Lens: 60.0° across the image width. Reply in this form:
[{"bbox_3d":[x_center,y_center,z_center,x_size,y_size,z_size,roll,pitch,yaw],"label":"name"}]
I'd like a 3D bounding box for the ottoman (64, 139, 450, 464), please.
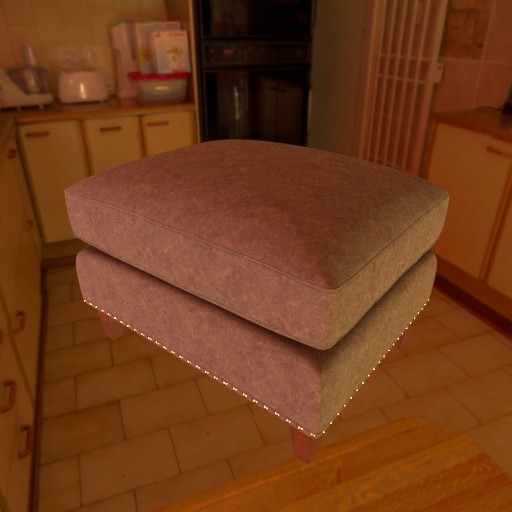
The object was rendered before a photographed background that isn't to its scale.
[{"bbox_3d":[0.000,0.000,1.126,0.741,0.513,0.584,20,34,33],"label":"ottoman"}]
